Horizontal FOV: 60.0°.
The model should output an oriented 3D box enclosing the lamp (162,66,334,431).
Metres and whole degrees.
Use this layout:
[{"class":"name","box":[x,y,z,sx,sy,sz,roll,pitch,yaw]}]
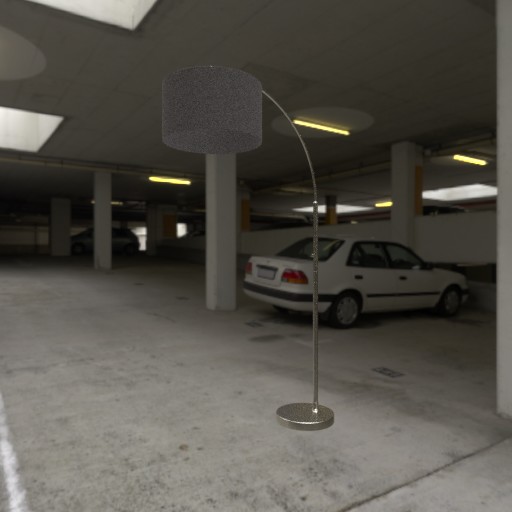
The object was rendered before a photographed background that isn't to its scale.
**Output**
[{"class":"lamp","box":[0.000,0.000,2.167,0.934,1.735,0.452,0,0,-34]}]
